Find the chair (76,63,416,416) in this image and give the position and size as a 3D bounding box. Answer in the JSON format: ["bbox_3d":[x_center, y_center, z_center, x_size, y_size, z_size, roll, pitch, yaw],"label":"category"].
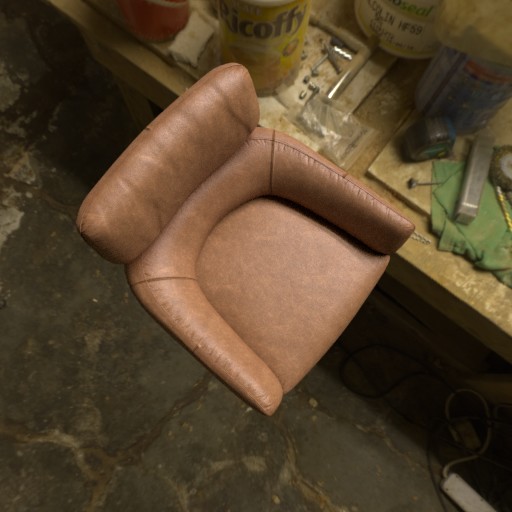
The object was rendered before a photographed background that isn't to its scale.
[{"bbox_3d":[0.000,0.000,1.386,0.715,0.812,0.706,39,79,9],"label":"chair"}]
